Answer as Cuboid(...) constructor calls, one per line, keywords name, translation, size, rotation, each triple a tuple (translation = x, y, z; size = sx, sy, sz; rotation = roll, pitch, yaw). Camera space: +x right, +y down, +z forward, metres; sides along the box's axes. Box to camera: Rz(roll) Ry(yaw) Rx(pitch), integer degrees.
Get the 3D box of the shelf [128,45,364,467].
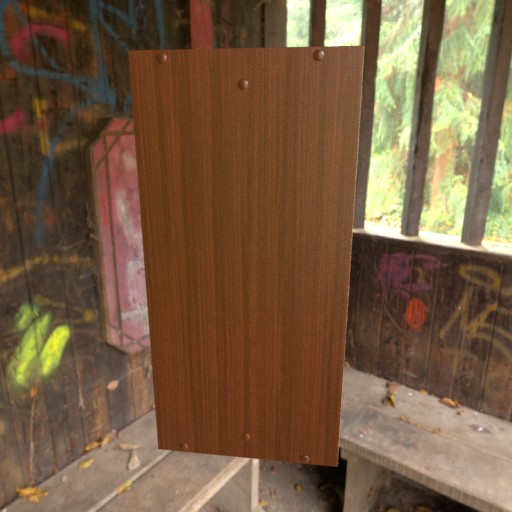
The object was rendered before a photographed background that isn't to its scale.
Cuboid(name="shelf", translation=(0.000, 0.000, 0.742), size=(0.290, 0.600, 0.253), rotation=(2, 17, 7))
